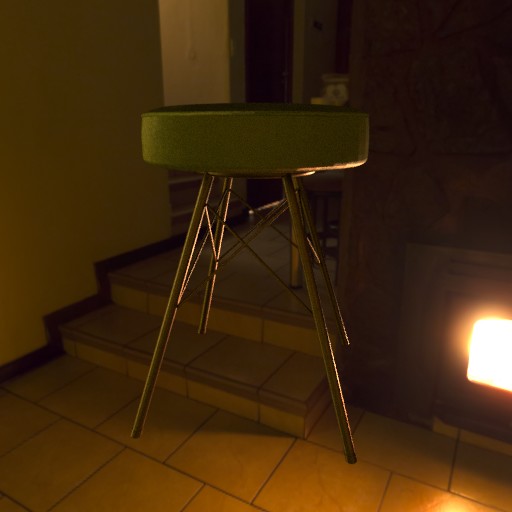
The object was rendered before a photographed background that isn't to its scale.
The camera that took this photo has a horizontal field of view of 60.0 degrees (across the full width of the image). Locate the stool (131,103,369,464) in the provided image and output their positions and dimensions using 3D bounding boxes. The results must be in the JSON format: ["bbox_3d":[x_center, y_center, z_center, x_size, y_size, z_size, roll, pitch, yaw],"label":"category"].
[{"bbox_3d":[0.000,0.000,0.928,0.430,0.595,0.457,3,17,9],"label":"stool"}]
